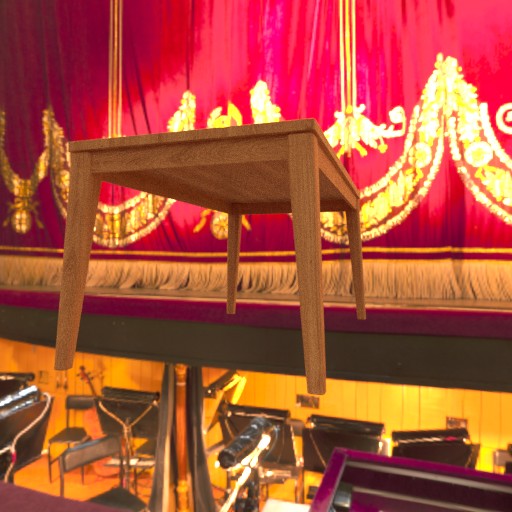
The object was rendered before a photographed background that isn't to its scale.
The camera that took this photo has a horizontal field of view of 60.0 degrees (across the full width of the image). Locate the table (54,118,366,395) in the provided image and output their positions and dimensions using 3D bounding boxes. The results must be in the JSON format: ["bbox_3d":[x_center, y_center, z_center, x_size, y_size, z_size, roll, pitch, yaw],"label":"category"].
[{"bbox_3d":[0.000,0.000,2.092,0.900,0.760,1.600,0,0,18],"label":"table"}]
